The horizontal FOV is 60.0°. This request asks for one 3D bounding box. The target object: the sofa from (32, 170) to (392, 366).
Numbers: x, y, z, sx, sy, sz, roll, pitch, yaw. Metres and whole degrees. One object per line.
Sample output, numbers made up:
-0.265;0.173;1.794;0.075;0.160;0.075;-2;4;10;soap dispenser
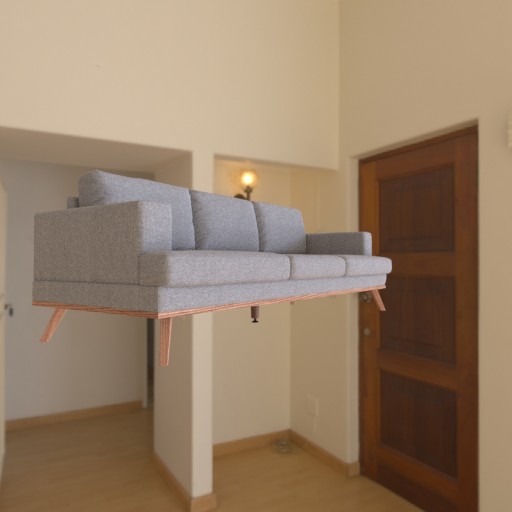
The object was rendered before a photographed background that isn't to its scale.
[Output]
0.000;0.000;2.719;0.920;0.810;2.310;-1;-1;36;sofa
